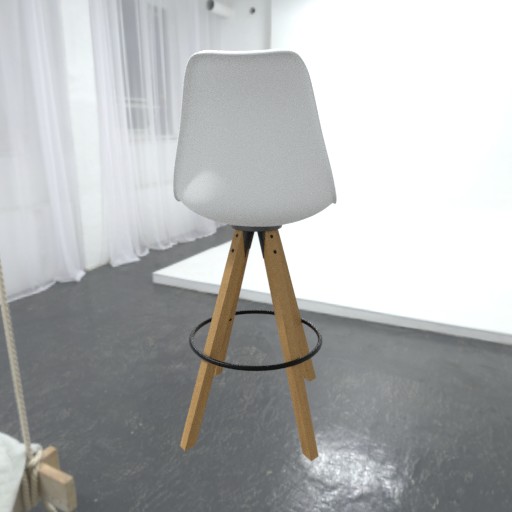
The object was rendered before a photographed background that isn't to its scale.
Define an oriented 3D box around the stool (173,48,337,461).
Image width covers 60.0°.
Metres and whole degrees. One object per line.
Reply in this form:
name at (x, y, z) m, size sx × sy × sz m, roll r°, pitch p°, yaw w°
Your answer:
stool at (0.000, 0.000, 1.403) m, size 0.482 × 1.115 × 0.549 m, roll 2°, pitch 15°, yaw 6°
